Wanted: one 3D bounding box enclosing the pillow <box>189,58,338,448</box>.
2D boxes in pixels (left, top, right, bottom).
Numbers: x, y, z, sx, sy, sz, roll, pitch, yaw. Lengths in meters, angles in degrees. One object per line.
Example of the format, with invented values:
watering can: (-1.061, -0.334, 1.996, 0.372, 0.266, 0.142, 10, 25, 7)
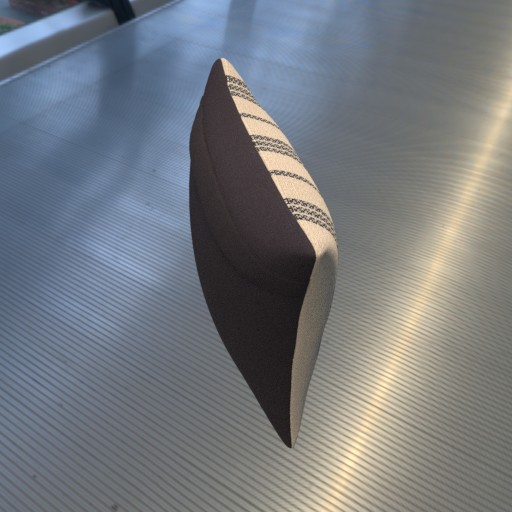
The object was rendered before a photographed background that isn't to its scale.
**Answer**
pillow: (0.000, 0.000, 0.635, 0.173, 0.406, 0.405, -10, 47, -10)
